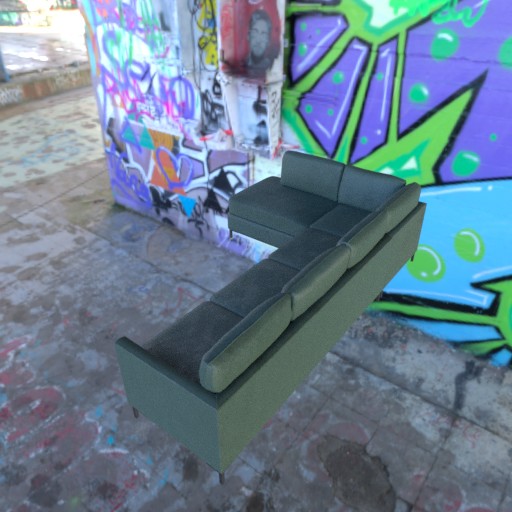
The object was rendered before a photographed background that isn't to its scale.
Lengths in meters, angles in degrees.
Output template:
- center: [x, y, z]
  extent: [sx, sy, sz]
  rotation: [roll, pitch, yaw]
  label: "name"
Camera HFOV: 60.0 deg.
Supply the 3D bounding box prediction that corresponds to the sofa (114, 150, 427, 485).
- center: [0.000, 0.000, 4.219]
  extent: [2.048, 0.996, 3.384]
  rotation: [22, 38, 31]
  label: "sofa"
